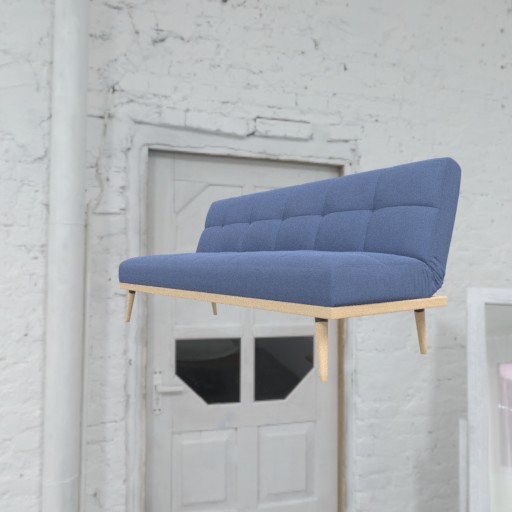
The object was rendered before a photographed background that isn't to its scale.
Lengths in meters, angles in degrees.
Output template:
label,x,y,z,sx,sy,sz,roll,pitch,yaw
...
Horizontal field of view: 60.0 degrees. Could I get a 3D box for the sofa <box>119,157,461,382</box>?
label,x,y,z,sx,sy,sz,roll,pitch,yaw
sofa,0.000,0.000,2.278,0.796,0.800,1.800,0,0,-37
